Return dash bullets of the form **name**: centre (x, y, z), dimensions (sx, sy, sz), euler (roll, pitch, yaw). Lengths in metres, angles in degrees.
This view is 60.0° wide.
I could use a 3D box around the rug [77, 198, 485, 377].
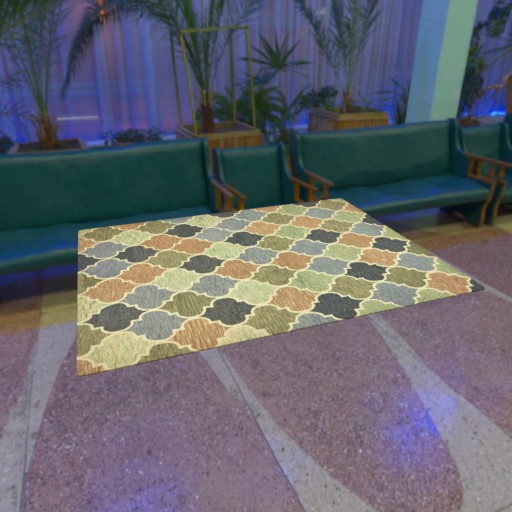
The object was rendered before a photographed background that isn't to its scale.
- **rug**: centre (0.000, 0.000, 4.231), dimensions (3.200, 0.013, 2.439), euler (-9, 28, -17)
